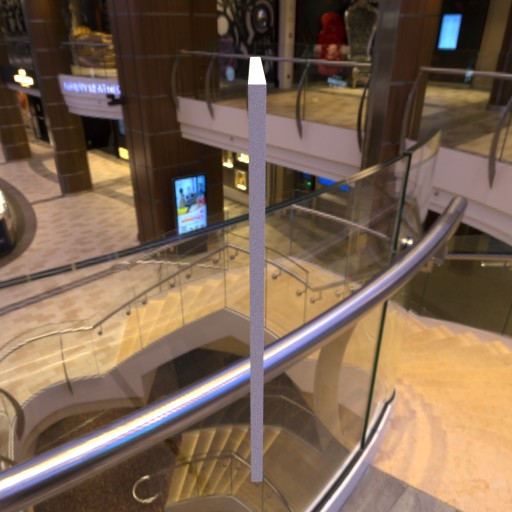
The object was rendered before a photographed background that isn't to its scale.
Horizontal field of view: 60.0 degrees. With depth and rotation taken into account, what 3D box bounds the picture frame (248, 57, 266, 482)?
[{"bbox_3d":[0.000,0.000,0.551,0.013,0.434,0.305,0,27,0],"label":"picture frame"}]
